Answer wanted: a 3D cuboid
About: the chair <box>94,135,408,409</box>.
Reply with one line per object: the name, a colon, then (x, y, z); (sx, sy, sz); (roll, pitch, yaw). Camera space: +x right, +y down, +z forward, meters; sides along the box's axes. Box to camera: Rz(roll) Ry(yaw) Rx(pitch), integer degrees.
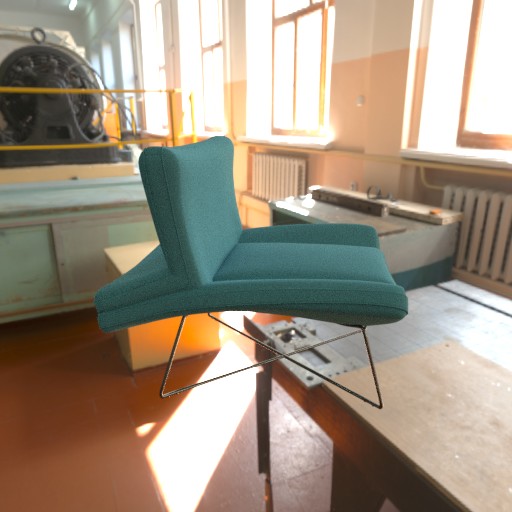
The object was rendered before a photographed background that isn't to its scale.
chair: (0.000, 0.000, 1.688); (1.008, 0.855, 0.859); (2, 17, 8)
